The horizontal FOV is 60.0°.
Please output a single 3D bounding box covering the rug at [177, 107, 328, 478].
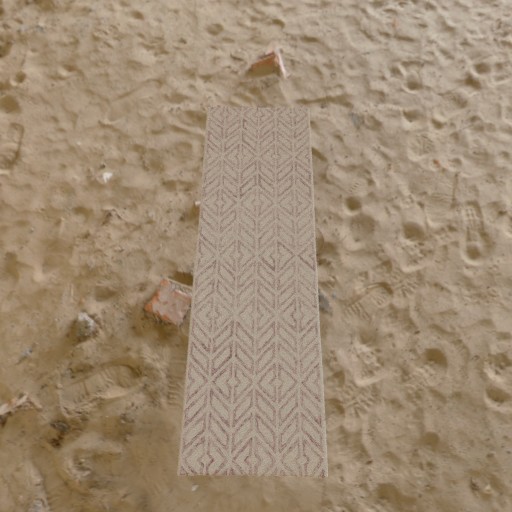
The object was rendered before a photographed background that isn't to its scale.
[{"bbox_3d":[0.000,0.000,2.731,0.750,0.009,2.435,1,64,0],"label":"rug"}]
